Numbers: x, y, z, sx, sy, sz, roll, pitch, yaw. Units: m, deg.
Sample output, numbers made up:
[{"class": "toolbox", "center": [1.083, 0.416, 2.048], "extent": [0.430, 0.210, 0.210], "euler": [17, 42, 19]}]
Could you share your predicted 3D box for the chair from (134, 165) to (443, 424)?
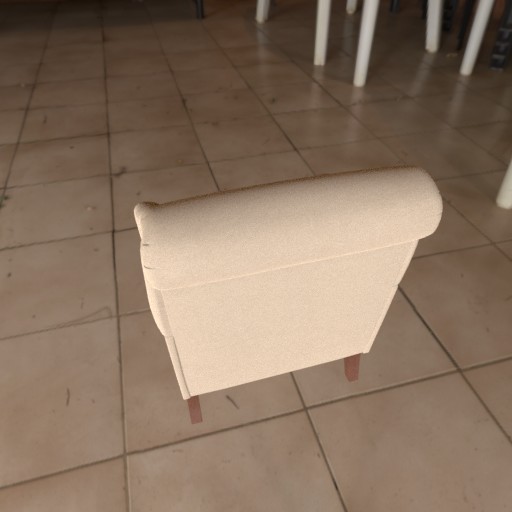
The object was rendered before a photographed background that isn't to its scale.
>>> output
[{"class": "chair", "center": [0.000, 0.000, 1.557], "extent": [0.766, 0.942, 0.842], "euler": [-11, 42, -13]}]
